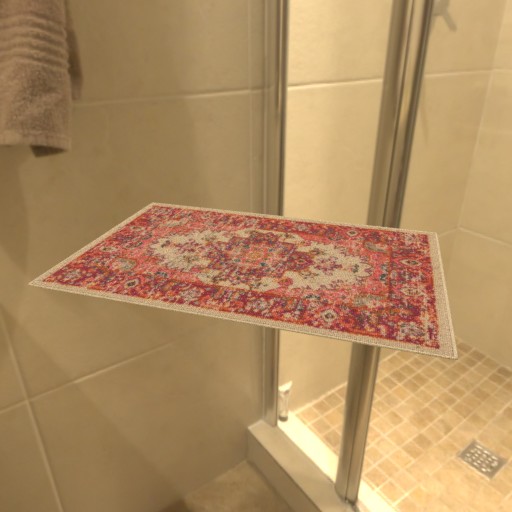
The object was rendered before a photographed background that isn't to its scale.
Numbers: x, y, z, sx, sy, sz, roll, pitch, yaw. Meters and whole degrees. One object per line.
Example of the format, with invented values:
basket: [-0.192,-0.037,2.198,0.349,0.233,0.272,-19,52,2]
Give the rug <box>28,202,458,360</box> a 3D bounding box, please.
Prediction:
rug: [0.000,0.000,1.084,0.868,0.004,0.556,8,27,15]
